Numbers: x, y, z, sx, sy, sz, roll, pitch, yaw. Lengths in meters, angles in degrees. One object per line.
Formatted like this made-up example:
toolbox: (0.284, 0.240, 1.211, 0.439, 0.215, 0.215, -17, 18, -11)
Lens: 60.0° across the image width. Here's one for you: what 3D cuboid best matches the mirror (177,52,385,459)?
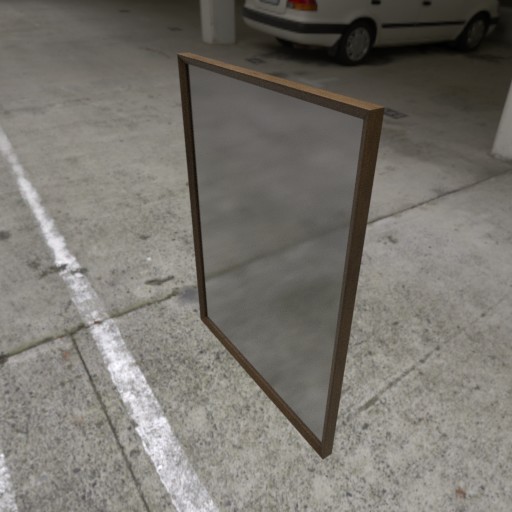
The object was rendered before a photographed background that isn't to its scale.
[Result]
mirror: (0.000, 0.000, 1.313, 0.041, 1.016, 0.762, -20, 38, -28)
